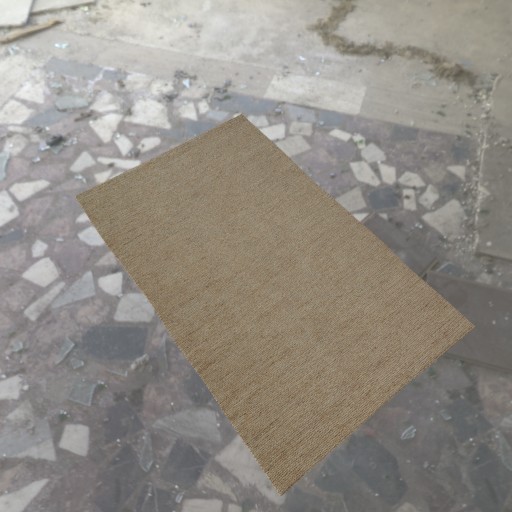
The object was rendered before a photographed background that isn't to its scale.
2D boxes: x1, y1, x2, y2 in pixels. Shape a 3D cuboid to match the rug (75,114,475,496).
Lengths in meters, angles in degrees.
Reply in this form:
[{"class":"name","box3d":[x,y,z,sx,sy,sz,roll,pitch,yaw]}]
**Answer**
[{"class":"rug","box3d":[0.000,0.000,2.992,1.533,0.011,2.439,-32,63,-19]}]
